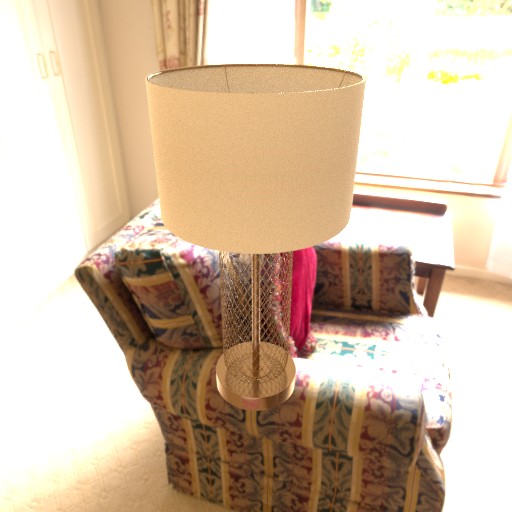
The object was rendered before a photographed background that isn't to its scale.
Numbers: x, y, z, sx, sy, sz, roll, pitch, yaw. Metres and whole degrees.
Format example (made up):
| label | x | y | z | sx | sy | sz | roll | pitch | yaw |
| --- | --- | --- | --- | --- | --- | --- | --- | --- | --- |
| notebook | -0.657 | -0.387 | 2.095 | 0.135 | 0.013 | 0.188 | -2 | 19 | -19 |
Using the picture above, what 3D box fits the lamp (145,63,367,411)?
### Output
| label | x | y | z | sx | sy | sz | roll | pitch | yaw |
| --- | --- | --- | --- | --- | --- | --- | --- | --- | --- |
| lamp | 0.000 | 0.000 | 0.634 | 0.252 | 0.483 | 0.252 | -11 | 31 | -18 |
